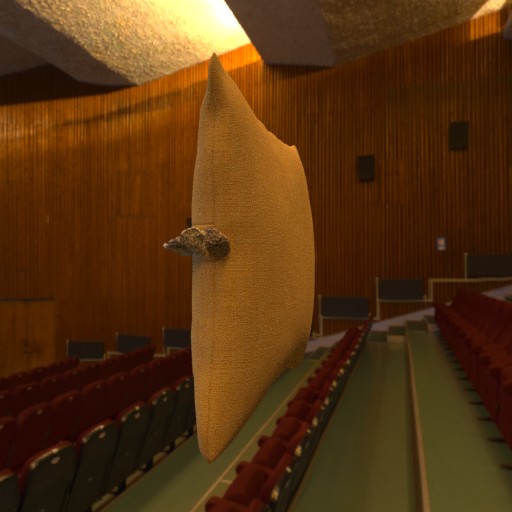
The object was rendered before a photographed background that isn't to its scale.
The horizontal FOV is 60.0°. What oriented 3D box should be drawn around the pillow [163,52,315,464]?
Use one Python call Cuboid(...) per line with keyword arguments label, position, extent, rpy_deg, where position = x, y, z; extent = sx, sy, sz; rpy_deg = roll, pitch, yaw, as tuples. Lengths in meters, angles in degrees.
Cuboid(label="pillow", position=(0.000, 0.000, 0.742), extent=(0.167, 0.481, 0.485), rpy_deg=(0, 0, 17))
